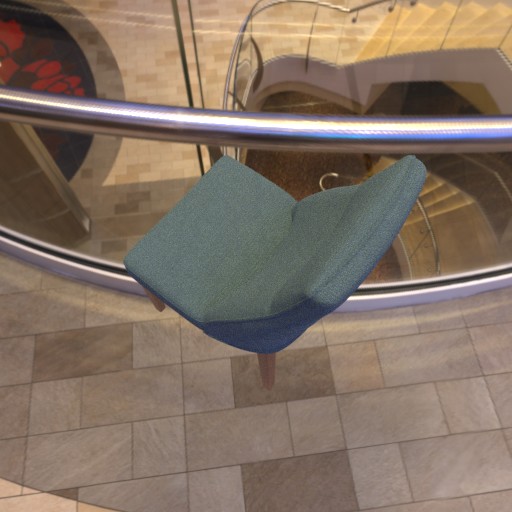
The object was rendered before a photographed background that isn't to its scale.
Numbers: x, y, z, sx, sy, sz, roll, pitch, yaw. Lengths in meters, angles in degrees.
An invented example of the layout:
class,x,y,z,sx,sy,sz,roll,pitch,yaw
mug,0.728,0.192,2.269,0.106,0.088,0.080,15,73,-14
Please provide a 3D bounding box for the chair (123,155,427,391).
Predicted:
class,x,y,z,sx,sy,sz,roll,pitch,yaw
chair,0.000,0.000,1.277,0.620,0.930,0.500,34,68,15
